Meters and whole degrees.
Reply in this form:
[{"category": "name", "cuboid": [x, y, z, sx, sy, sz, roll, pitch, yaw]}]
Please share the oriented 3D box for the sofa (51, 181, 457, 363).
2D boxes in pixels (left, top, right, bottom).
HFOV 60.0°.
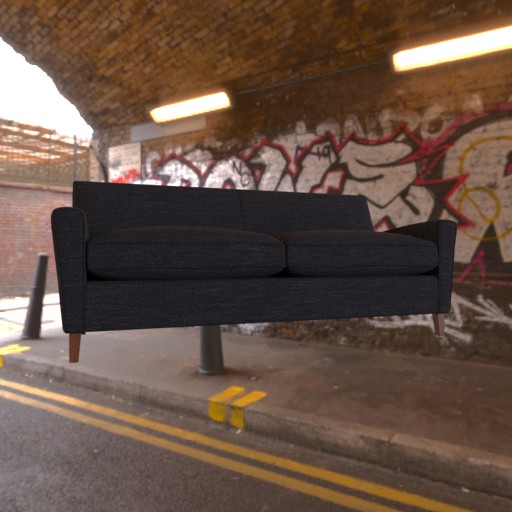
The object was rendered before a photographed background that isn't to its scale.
[{"category": "sofa", "cuboid": [0.000, 0.000, 2.432, 1.976, 0.846, 0.875, 0, 0, -19]}]
